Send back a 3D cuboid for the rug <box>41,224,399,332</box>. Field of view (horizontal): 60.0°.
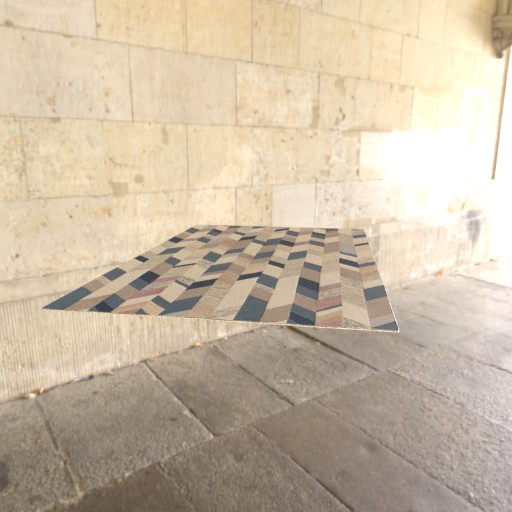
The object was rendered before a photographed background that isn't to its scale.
[{"bbox_3d":[0.000,0.000,2.295,1.202,0.006,1.813,2,14,10],"label":"rug"}]
